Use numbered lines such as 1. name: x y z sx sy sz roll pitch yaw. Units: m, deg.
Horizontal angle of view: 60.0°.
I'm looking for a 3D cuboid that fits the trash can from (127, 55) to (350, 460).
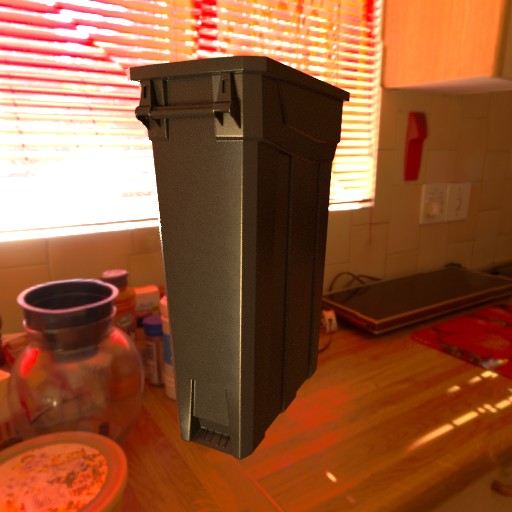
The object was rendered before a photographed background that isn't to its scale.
1. trash can: 0.000 0.000 1.038 0.281 0.762 0.559 7 15 26
